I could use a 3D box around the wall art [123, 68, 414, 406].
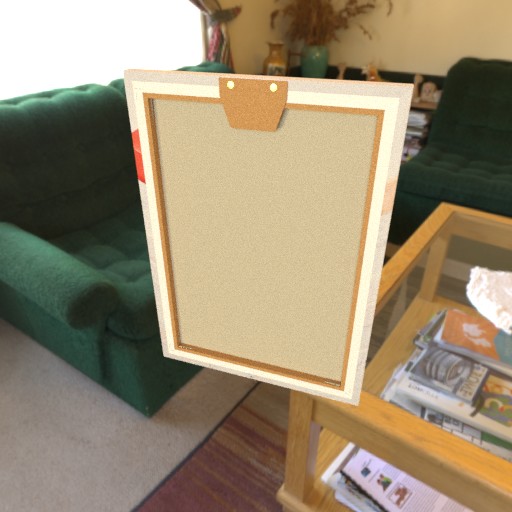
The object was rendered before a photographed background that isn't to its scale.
[{"bbox_3d":[0.000,0.000,1.116,0.613,0.848,0.036,10,32,16],"label":"wall art"}]
